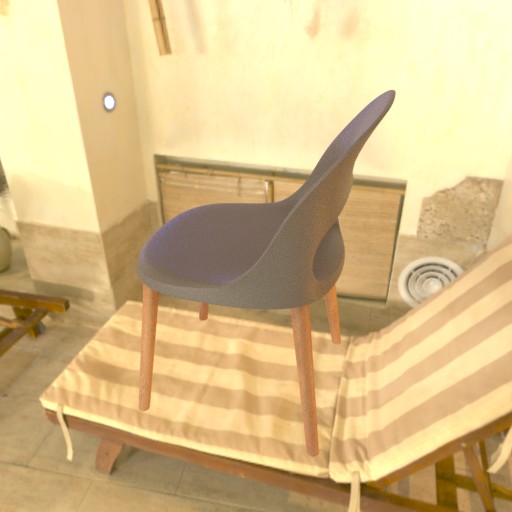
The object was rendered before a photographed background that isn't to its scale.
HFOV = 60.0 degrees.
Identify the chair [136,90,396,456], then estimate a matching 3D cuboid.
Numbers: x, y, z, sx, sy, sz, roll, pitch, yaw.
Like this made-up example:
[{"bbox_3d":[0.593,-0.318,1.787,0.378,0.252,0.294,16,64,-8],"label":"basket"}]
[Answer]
[{"bbox_3d":[0.000,0.000,1.107,0.556,0.795,0.470,8,30,15],"label":"chair"}]
